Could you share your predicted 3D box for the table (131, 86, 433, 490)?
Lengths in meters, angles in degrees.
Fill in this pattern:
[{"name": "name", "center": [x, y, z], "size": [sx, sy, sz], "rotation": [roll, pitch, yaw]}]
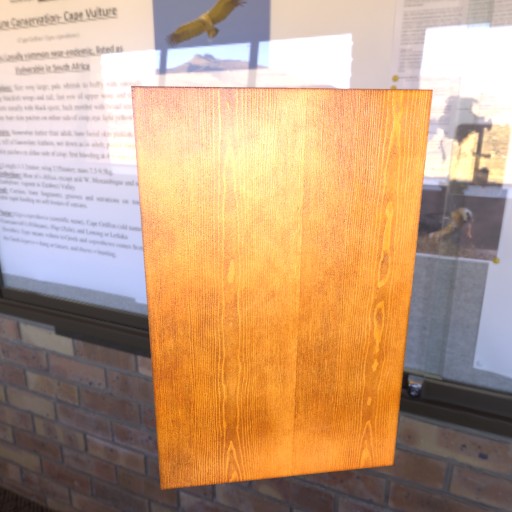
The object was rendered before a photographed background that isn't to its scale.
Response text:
[{"name": "table", "center": [0.000, 0.000, 0.910], "size": [0.400, 0.605, 0.550], "rotation": [-2, 16, -8]}]
